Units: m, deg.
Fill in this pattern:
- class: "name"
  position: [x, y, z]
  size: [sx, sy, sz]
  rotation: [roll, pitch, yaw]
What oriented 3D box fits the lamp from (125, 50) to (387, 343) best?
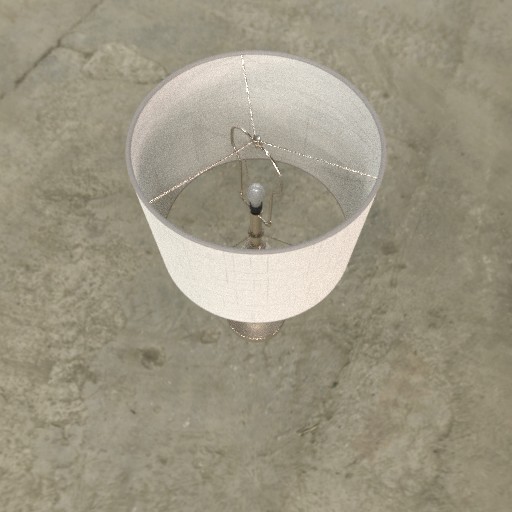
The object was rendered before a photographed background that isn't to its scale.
- class: "lamp"
  position: [0.000, 0.000, 0.726]
  size: [0.280, 0.559, 0.282]
  rotation: [-34, 68, -16]
